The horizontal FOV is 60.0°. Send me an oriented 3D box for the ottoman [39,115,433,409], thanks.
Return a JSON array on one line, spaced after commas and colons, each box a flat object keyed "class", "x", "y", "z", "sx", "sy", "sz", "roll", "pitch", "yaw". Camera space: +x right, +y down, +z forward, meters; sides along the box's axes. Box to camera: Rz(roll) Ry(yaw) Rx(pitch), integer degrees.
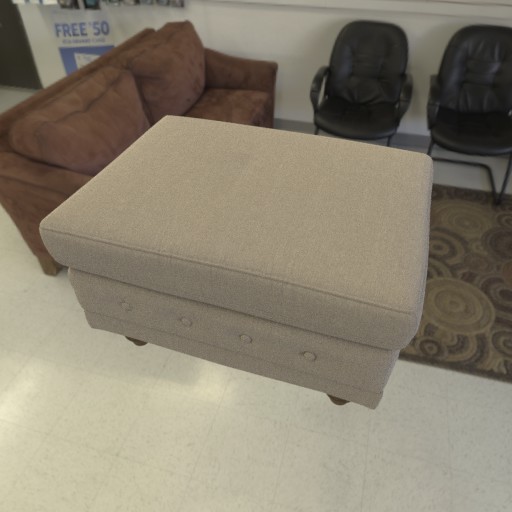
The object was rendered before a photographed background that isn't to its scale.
[{"class": "ottoman", "x": 0.000, "y": 0.000, "z": 1.142, "sx": 0.771, "sy": 0.500, "sz": 0.569, "roll": 13, "pitch": 43, "yaw": 14}]
